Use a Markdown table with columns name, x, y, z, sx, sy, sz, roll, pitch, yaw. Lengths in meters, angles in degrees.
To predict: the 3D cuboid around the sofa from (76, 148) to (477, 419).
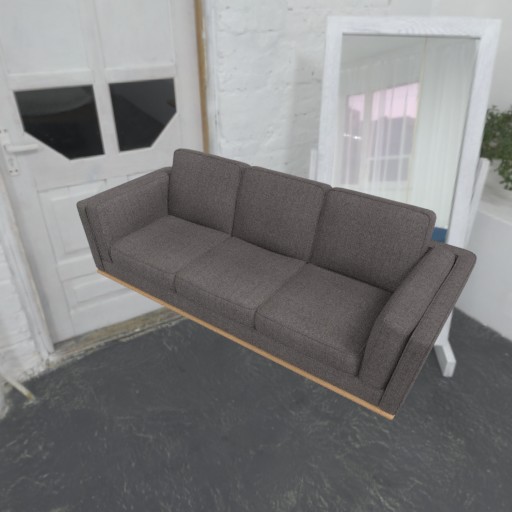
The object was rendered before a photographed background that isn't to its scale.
| name | x | y | z | sx | sy | sz | roll | pitch | yaw |
| --- | --- | --- | --- | --- | --- | --- | --- | --- | --- |
| sofa | 0.000 | 0.000 | 2.792 | 2.362 | 0.899 | 0.903 | 20 | 37 | 29 |
